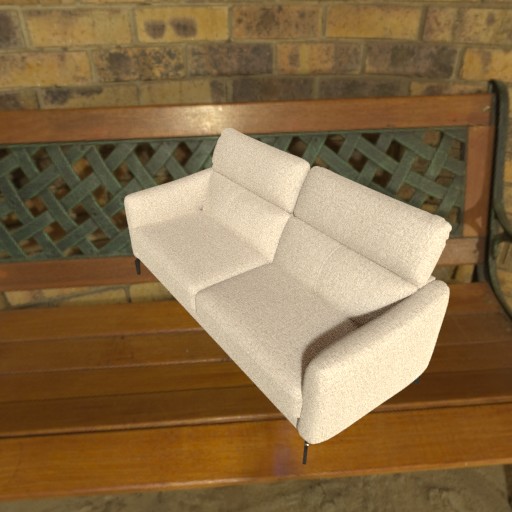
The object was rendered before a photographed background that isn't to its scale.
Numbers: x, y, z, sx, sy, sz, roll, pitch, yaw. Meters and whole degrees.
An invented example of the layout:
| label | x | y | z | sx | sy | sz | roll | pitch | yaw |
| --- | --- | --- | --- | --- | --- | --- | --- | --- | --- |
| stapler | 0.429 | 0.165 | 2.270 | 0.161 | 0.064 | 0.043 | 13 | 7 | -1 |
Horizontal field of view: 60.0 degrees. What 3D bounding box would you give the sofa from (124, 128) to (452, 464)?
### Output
| label | x | y | z | sx | sy | sz | roll | pitch | yaw |
| --- | --- | --- | --- | --- | --- | --- | --- | --- | --- |
| sofa | 0.000 | 0.000 | 2.550 | 0.856 | 0.956 | 2.015 | -21 | 38 | -30 |
